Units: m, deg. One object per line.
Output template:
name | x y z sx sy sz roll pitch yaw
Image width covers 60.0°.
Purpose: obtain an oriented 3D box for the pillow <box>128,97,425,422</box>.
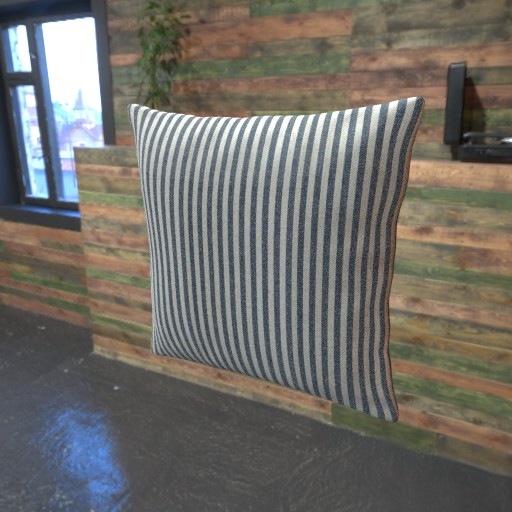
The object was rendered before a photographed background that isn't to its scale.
pillow | 0.000 0.000 0.771 0.523 0.510 0.166 9 19 27
